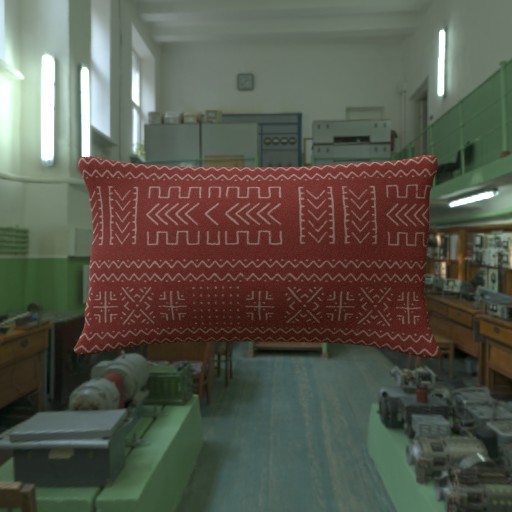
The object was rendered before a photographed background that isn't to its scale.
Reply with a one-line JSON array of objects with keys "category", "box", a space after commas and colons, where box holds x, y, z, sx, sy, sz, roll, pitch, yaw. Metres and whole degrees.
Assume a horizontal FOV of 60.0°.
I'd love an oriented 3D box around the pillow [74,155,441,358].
[{"category": "pillow", "box": [0.000, 0.000, 0.783, 0.640, 0.352, 0.130, 0, 1, 1]}]
